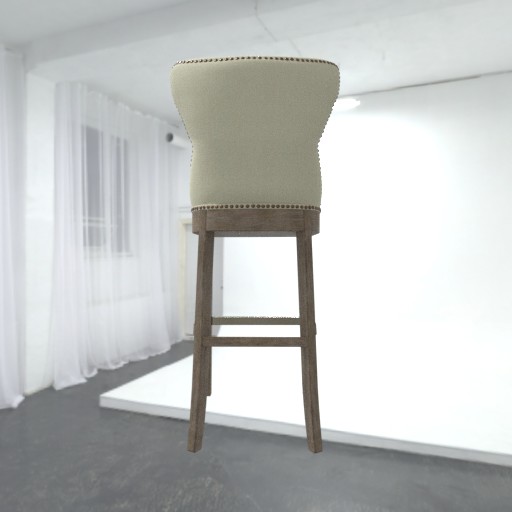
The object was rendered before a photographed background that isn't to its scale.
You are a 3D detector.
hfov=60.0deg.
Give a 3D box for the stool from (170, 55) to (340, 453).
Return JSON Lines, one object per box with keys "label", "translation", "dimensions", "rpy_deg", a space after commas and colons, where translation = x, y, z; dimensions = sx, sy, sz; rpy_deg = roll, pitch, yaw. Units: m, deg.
{"label": "stool", "translation": [0.000, 0.000, 1.489], "dimensions": [0.494, 1.123, 0.606], "rpy_deg": [0, 0, 1]}
